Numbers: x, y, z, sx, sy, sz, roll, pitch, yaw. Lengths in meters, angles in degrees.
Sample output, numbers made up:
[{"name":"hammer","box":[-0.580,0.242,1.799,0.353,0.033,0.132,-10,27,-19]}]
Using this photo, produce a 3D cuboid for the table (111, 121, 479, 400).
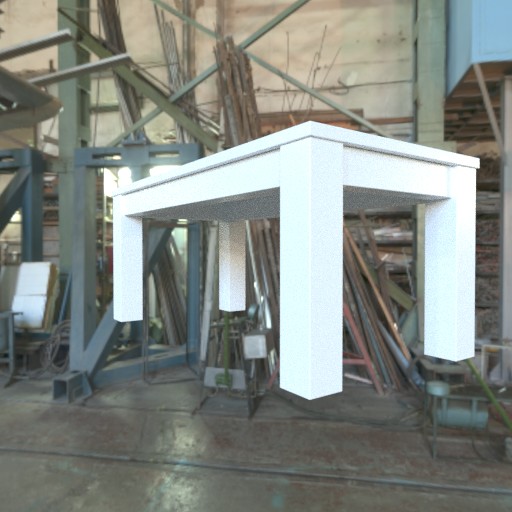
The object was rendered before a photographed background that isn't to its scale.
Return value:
[{"name":"table","box":[0.000,0.000,2.239,0.900,0.790,1.800,-1,1,-35]}]
